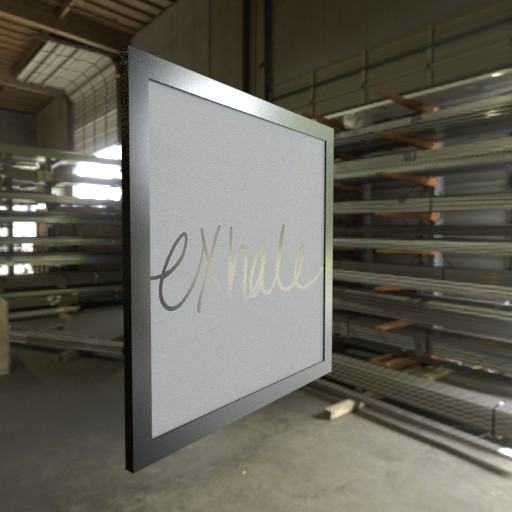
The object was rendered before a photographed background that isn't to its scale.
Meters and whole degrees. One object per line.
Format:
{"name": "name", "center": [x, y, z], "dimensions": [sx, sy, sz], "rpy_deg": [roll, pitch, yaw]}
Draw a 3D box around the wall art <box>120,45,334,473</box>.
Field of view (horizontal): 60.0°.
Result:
{"name": "wall art", "center": [0.000, 0.000, 0.640], "dimensions": [0.014, 0.445, 0.446], "rpy_deg": [2, 3, 37]}
